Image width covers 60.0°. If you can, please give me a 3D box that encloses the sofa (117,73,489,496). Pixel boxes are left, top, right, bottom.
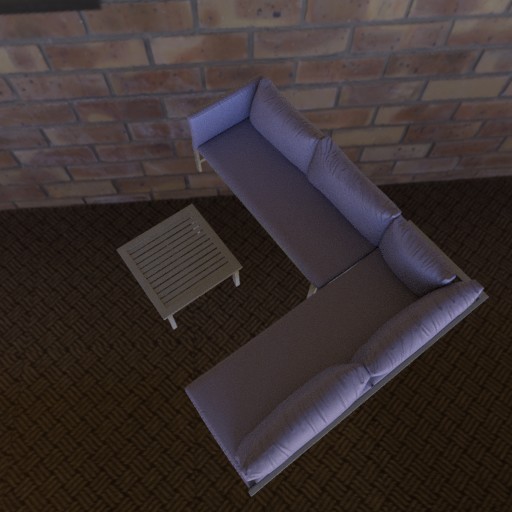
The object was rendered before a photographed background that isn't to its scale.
[{"bbox_3d":[0.000,0.000,2.866,1.658,0.762,2.149,-34,69,-15],"label":"sofa"}]
